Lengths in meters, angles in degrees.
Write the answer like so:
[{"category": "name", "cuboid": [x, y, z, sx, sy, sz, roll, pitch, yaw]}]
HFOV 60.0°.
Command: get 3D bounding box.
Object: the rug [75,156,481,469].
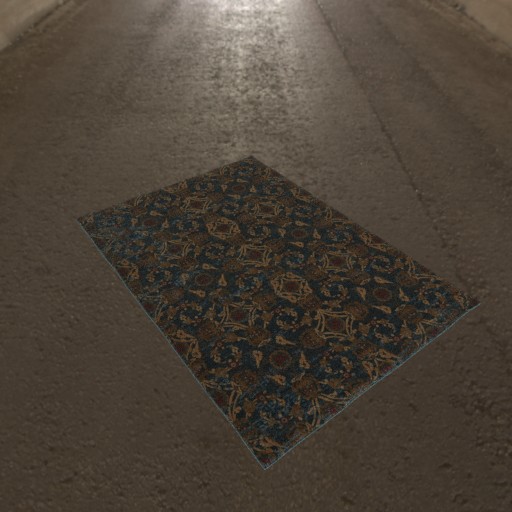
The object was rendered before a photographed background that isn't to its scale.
[{"category": "rug", "cuboid": [0.000, 0.000, 4.244, 2.337, 0.013, 3.291, -26, 47, -27]}]
